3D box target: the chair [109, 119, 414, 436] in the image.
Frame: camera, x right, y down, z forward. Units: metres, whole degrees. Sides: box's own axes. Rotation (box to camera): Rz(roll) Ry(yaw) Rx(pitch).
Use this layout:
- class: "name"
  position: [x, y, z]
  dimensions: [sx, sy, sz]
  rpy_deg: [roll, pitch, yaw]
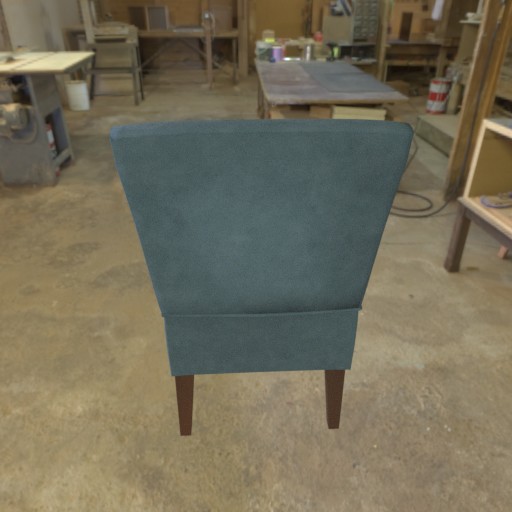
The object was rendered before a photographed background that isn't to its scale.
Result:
- class: "chair"
  position: [0.000, 0.000, 1.165]
  dimensions: [0.521, 0.806, 0.551]
  rpy_deg: [-1, 30, -3]
